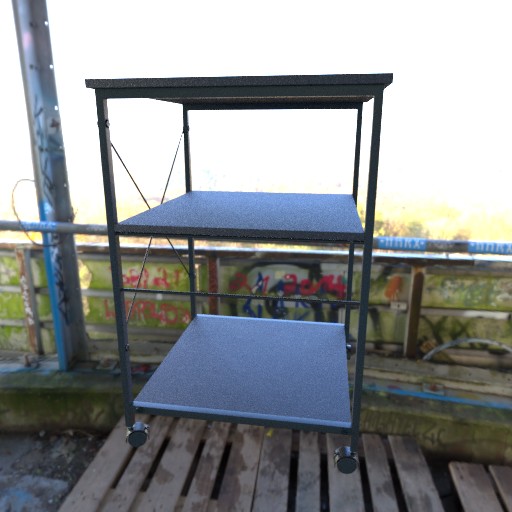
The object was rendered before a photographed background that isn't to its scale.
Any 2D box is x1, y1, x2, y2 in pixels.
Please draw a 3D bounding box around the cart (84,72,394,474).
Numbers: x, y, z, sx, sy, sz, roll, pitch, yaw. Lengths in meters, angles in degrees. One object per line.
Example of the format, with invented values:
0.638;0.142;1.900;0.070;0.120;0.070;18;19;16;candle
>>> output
0.000;0.000;1.080;0.520;0.762;0.521;3;16;9;cart
